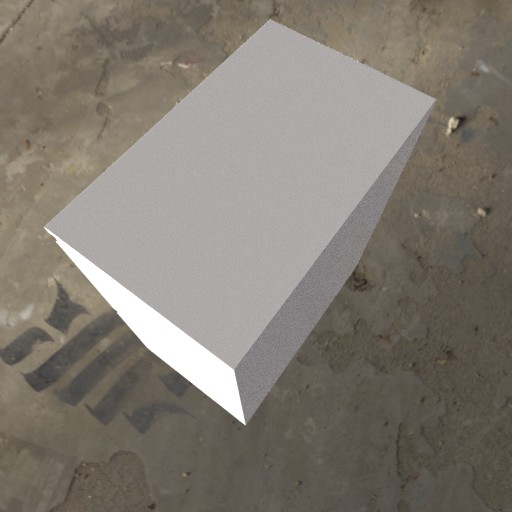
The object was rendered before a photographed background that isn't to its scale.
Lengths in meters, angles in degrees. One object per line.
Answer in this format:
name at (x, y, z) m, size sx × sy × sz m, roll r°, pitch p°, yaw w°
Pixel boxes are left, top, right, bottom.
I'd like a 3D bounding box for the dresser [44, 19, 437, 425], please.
dresser at (0.000, 0.000, 1.160) m, size 0.400 × 0.800 × 0.650 m, roll 33°, pitch 68°, yaw 15°
